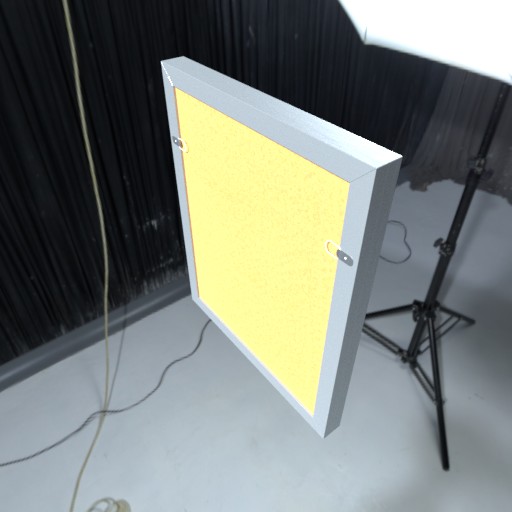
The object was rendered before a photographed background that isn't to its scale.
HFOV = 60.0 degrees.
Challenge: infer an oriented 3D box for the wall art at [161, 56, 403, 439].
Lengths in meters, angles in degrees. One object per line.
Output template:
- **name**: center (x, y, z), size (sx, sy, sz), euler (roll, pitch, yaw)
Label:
- **wall art**: center (0.000, 0.000, 0.530), size (0.030, 0.379, 0.308), euler (-27, 47, -28)
